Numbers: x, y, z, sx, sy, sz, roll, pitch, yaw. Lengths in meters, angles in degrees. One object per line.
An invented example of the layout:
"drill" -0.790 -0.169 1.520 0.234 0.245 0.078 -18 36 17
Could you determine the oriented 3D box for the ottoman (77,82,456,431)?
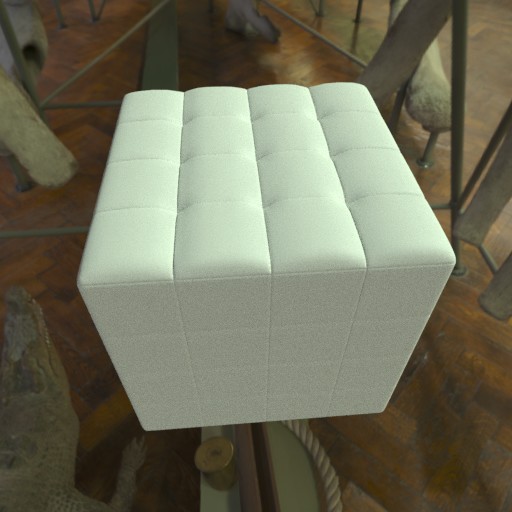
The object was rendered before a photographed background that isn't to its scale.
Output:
"ottoman" 0.000 0.000 0.773 0.425 0.432 0.425 -3 47 -3
